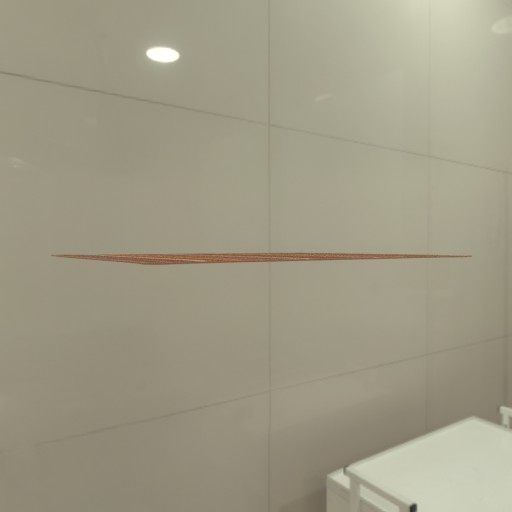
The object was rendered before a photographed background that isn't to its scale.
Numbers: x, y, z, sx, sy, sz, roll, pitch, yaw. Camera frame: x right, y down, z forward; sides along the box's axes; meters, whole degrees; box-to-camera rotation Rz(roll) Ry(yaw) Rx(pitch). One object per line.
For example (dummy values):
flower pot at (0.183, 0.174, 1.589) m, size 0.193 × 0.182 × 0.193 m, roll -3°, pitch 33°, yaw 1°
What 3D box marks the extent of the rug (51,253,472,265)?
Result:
rug at (0.000, 0.000, 4.133) m, size 3.092 × 0.023 × 2.479 m, roll -1°, pitch 1°, yaw -35°
